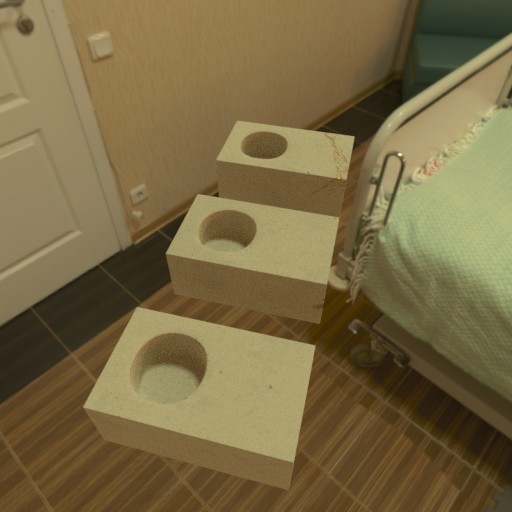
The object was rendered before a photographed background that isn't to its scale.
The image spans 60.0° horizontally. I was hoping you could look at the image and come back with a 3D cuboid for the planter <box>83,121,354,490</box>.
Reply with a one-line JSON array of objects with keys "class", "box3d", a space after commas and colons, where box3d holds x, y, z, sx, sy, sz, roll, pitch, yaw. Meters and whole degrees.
[{"class": "planter", "box3d": [0.000, 0.000, 0.380, 0.127, 0.051, 0.333, 11, 48, 10]}]
